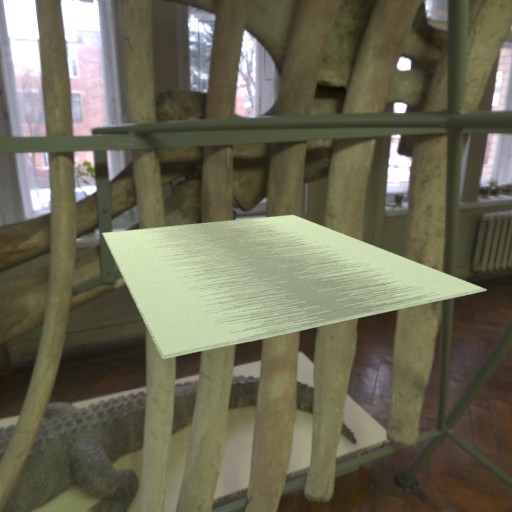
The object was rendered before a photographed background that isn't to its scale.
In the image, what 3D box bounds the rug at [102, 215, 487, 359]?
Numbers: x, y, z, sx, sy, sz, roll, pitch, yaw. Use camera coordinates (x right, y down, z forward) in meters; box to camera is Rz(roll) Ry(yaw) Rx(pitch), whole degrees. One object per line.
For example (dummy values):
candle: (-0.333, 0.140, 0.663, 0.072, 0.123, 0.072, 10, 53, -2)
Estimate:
rug: (0.000, 0.000, 4.160, 2.453, 0.010, 3.037, -7, 19, -23)
